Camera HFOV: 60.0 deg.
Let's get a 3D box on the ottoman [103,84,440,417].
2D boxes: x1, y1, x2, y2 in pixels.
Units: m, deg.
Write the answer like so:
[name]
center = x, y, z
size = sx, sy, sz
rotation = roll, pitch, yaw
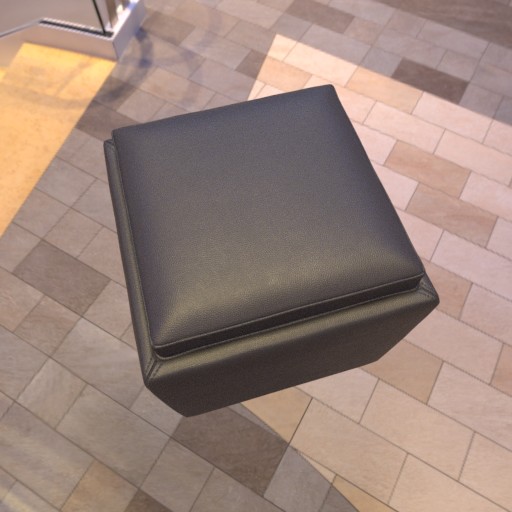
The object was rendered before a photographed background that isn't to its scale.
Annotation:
[ottoman]
center = 0.000, 0.000, 0.843
size = 0.451, 0.460, 0.450
rotation = -14, 64, -7
